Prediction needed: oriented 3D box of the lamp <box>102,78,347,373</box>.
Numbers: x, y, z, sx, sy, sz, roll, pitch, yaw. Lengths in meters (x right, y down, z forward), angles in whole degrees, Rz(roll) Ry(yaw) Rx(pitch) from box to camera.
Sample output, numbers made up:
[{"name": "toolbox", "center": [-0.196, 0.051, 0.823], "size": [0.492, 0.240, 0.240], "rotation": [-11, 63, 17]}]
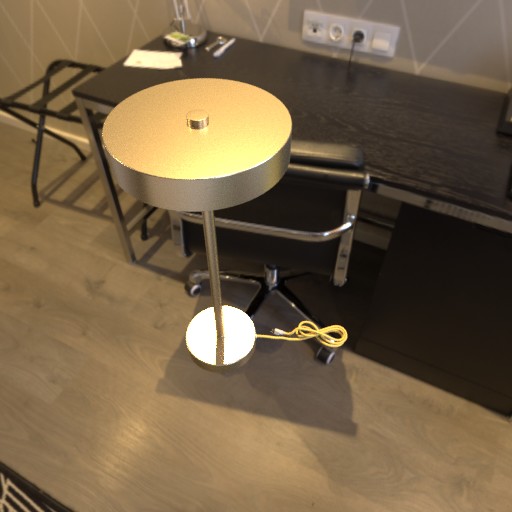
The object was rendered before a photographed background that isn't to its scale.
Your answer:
[{"name": "lamp", "center": [0.000, 0.000, 0.721], "size": [0.369, 0.508, 0.229], "rotation": [-2, 47, -2]}]
